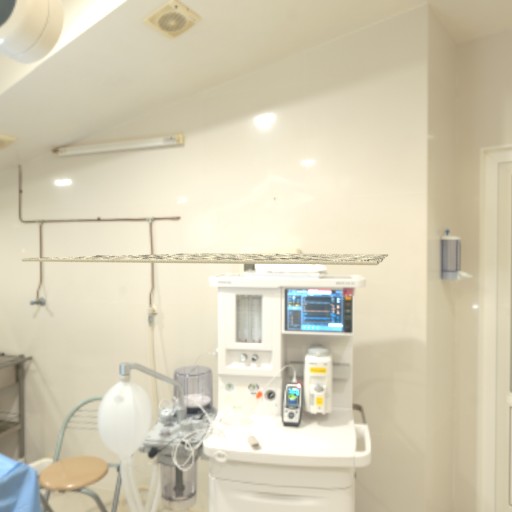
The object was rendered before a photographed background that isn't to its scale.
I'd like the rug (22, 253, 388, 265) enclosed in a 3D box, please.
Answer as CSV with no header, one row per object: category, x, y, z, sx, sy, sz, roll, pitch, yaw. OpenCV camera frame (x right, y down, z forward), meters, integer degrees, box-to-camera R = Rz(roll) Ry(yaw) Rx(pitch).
rug,0.000,0.000,4.336,2.444,0.036,3.369,0,1,17
